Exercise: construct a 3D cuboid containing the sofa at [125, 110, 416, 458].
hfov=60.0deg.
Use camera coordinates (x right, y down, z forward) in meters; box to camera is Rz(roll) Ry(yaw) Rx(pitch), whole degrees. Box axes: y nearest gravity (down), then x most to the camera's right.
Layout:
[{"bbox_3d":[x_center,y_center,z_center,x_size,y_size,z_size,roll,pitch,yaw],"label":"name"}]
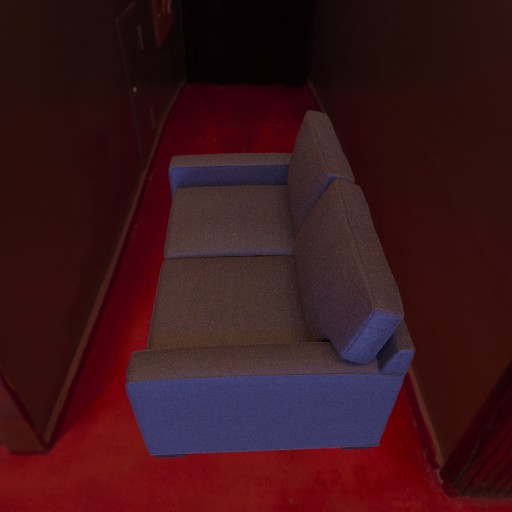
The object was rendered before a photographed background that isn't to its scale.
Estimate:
[{"bbox_3d":[0.000,0.000,2.139,0.974,0.887,1.534,-2,42,-2],"label":"sofa"}]
